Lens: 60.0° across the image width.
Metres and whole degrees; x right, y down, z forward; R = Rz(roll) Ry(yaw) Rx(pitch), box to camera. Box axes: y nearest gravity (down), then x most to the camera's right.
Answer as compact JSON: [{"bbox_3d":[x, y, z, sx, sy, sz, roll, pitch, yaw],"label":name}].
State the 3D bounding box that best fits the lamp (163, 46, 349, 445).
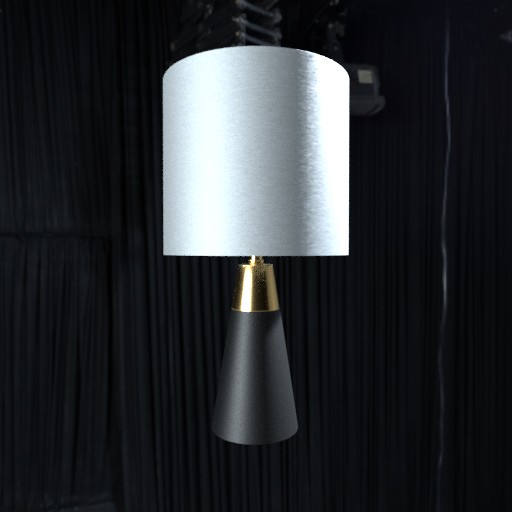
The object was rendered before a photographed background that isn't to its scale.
[{"bbox_3d":[0.000,0.000,0.753,0.308,0.580,0.308,0,1,-15],"label":"lamp"}]
